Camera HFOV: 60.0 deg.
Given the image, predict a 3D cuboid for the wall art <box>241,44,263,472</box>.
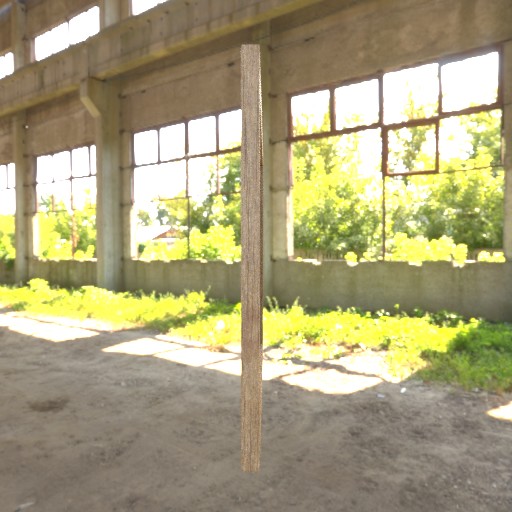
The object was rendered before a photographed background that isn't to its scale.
[{"bbox_3d":[0.000,0.000,0.954,0.026,0.588,0.690,0,1,1],"label":"wall art"}]
